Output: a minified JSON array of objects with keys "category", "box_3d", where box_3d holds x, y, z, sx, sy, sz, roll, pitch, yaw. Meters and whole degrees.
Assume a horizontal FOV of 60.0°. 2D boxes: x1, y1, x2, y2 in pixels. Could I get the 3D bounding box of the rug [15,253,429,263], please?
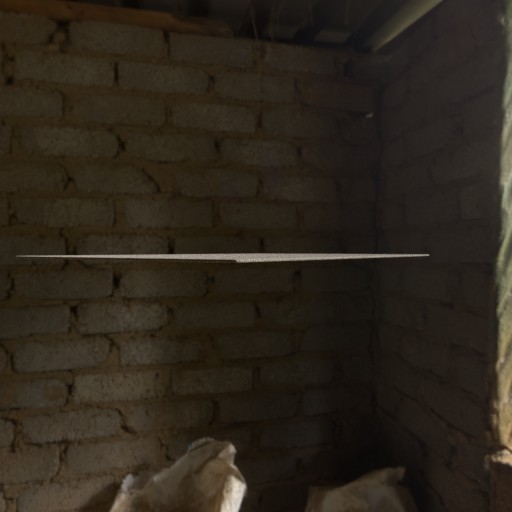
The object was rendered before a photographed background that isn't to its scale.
[{"category":"rug","box_3d":[0.000,0.000,2.263,1.219,0.010,1.829,1,1,36]}]
